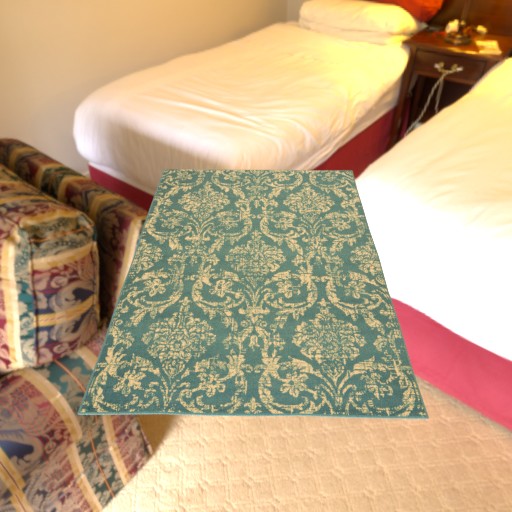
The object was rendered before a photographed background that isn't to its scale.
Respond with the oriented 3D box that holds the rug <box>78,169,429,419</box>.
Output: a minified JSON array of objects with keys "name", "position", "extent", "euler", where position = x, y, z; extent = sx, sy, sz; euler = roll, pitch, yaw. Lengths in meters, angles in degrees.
[{"name":"rug","position":[0.000,0.000,2.800],"extent":[1.554,0.012,2.205],"euler":[1,40,1]}]
